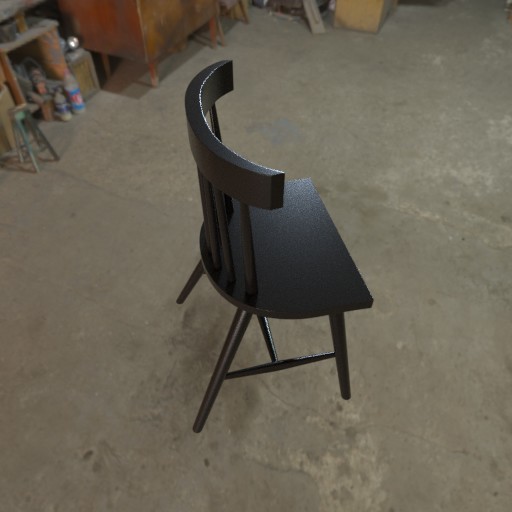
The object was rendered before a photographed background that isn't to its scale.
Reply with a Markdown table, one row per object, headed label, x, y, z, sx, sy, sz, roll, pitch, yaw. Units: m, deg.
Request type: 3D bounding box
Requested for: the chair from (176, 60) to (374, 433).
| label | x | y | z | sx | sy | sz | roll | pitch | yaw |
| --- | --- | --- | --- | --- | --- | --- | --- | --- | --- |
| chair | 0.000 | 0.000 | 1.171 | 0.483 | 0.844 | 0.506 | -9 | 47 | -9 |
